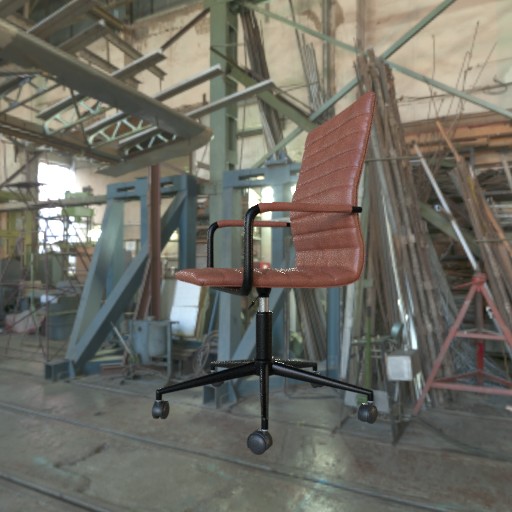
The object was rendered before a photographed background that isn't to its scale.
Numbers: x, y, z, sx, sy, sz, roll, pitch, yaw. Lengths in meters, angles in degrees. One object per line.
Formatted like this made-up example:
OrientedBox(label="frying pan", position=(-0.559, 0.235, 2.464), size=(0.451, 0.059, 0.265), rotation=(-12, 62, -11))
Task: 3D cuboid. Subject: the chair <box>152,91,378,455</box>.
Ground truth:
OrientedBox(label="chair", position=(0.000, 0.000, 1.269), size=(0.578, 0.878, 0.600), rotation=(0, -1, -17))
